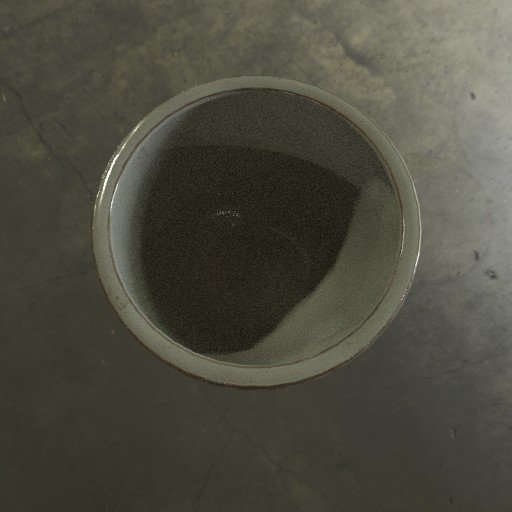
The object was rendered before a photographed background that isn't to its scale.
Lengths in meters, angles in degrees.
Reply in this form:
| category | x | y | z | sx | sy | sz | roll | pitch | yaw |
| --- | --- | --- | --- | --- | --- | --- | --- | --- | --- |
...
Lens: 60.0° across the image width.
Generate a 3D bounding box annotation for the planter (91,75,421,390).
| category | x | y | z | sx | sy | sz | roll | pitch | yaw |
| --- | --- | --- | --- | --- | --- | --- | --- | --- | --- |
| planter | 0.000 | 0.000 | 0.245 | 0.139 | 0.130 | 0.139 | 0 | 75 | 0 |
